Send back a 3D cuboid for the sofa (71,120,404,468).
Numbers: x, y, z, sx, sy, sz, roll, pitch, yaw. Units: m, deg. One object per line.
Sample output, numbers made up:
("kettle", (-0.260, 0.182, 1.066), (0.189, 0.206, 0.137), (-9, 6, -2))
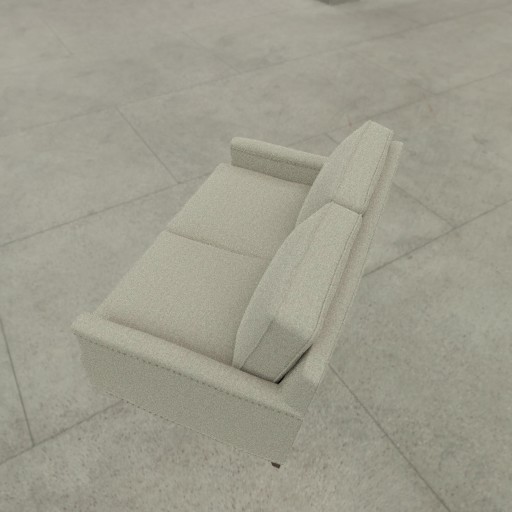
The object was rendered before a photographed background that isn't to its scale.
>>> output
("sofa", (0.000, 0.000, 2.232), (1.084, 1.003, 1.597), (17, 48, 16))
